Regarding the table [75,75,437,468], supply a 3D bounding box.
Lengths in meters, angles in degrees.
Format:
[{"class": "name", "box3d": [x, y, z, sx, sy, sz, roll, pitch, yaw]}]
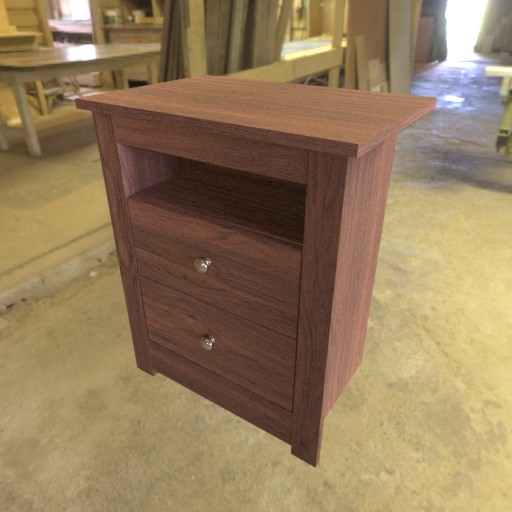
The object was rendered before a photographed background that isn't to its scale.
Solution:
[{"class": "table", "box3d": [0.000, 0.000, 1.045, 0.589, 0.711, 0.406, 18, 34, 29]}]
